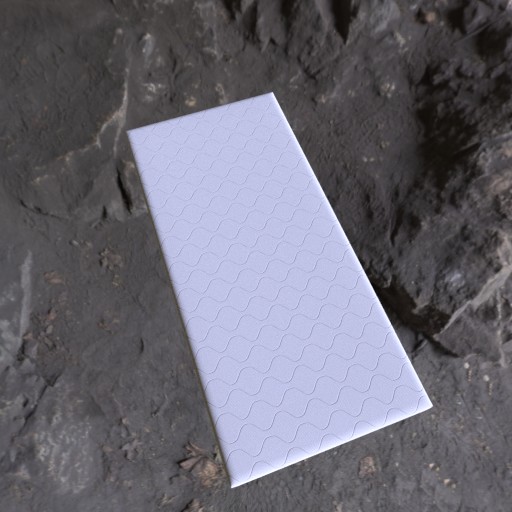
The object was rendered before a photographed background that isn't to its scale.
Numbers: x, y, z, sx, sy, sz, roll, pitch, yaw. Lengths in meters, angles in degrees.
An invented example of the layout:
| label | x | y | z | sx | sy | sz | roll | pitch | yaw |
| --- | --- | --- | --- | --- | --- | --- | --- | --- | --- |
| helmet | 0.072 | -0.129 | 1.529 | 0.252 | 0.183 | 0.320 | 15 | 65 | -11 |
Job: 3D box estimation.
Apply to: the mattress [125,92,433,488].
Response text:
| label | x | y | z | sx | sy | sz | roll | pitch | yaw |
| --- | --- | --- | --- | --- | --- | --- | --- | --- | --- |
| mattress | 0.000 | 0.000 | 2.251 | 0.900 | 0.200 | 1.900 | -18 | 65 | -9 |
